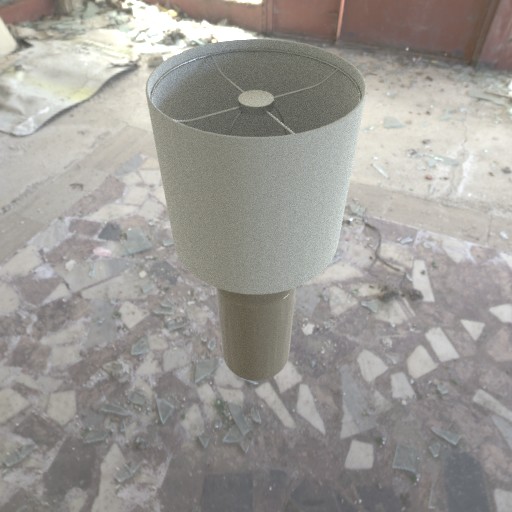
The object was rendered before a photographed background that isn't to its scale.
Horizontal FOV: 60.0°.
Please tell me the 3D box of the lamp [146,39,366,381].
[{"bbox_3d":[0.000,0.000,0.608,0.212,0.493,0.212,-23,50,-20],"label":"lamp"}]
